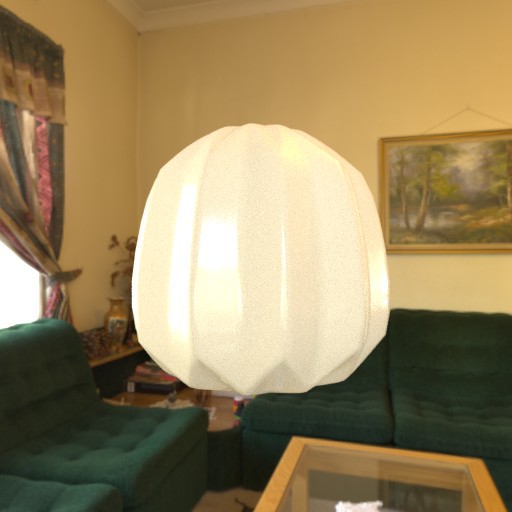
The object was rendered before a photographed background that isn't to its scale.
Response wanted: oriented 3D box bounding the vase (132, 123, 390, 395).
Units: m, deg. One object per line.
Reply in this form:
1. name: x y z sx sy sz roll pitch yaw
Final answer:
1. vase: 0.000 0.000 0.247 0.139 0.134 0.139 0 0 0
